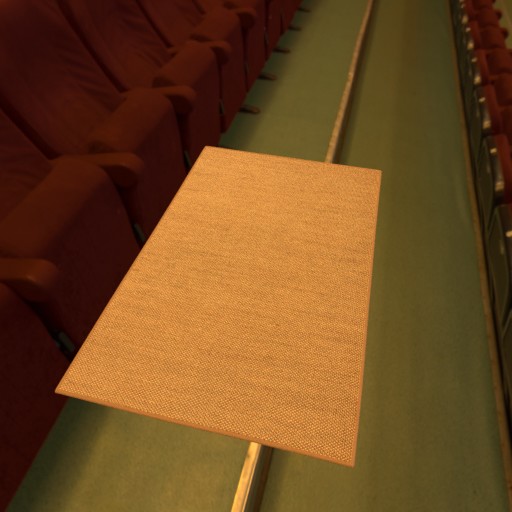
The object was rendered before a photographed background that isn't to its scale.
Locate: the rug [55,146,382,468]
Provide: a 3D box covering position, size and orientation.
[{"bbox_3d":[0.000,0.000,2.047,1.061,0.012,1.668,10,46,10],"label":"rug"}]
